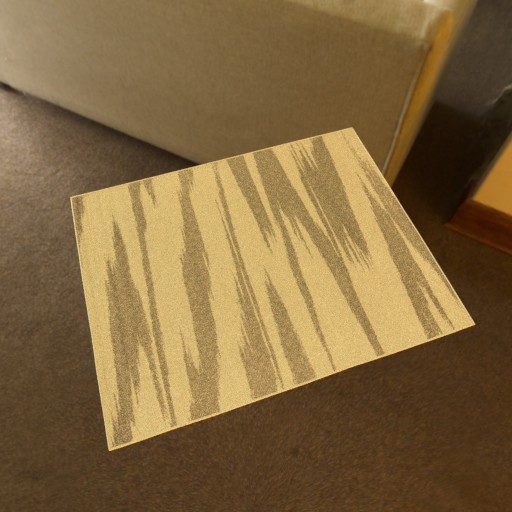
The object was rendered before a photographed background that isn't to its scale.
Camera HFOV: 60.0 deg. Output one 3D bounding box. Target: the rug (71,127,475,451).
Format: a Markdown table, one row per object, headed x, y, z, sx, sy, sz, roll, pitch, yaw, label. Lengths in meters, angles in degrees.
| x | y | z | sx | sy | sz | roll | pitch | yaw | label |
| --- | --- | --- | --- | --- | --- | --- | --- | --- | --- |
| 0.000 | 0.000 | 3.887 | 2.945 | 0.014 | 2.353 | -16 | 61 | -9 | rug |
